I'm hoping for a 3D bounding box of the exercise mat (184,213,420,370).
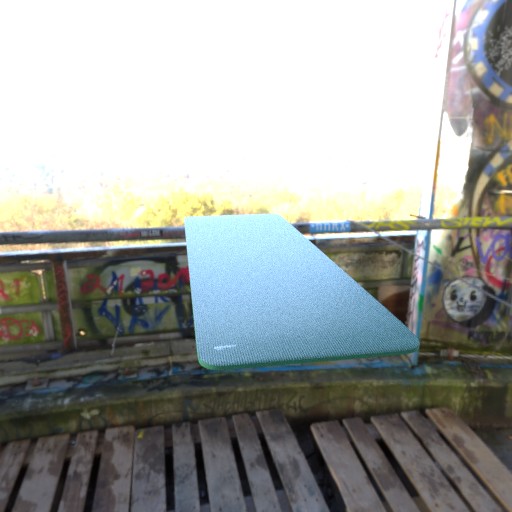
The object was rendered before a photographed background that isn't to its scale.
[{"bbox_3d":[0.000,0.000,2.028,0.616,0.021,1.869,-3,17,-10],"label":"exercise mat"}]
